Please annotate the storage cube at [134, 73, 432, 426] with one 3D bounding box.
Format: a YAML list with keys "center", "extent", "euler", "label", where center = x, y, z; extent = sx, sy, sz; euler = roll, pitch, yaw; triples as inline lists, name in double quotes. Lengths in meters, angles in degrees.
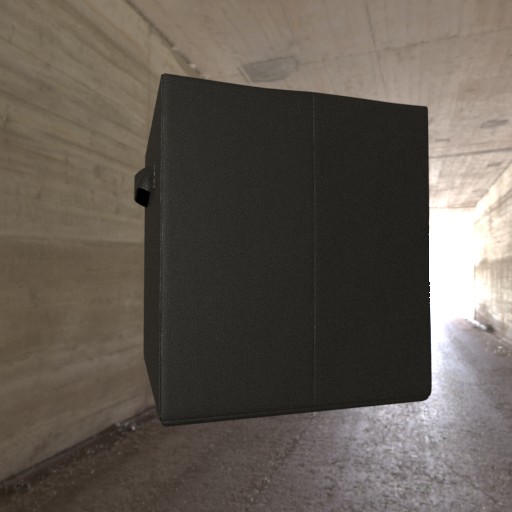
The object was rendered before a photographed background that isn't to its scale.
- center: [0.000, 0.000, 0.507]
  extent: [0.270, 0.280, 0.270]
  euler: [1, -2, -17]
  label: "storage cube"
